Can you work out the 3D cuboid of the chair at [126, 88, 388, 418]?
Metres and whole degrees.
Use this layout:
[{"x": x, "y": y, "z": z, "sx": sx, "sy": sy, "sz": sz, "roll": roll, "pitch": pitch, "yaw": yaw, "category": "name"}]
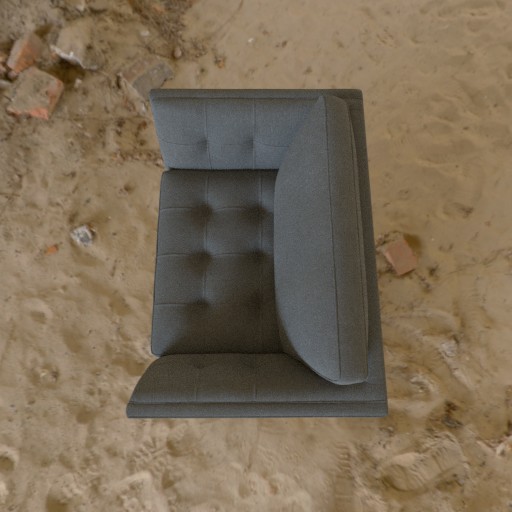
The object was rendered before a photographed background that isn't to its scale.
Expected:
[{"x": 0.000, "y": 0.000, "z": 2.089, "sx": 0.965, "sy": 0.942, "sz": 1.396, "roll": 0, "pitch": 74, "yaw": 0, "category": "chair"}]
